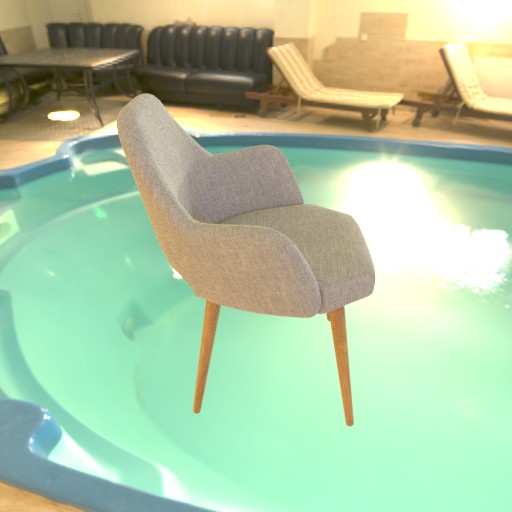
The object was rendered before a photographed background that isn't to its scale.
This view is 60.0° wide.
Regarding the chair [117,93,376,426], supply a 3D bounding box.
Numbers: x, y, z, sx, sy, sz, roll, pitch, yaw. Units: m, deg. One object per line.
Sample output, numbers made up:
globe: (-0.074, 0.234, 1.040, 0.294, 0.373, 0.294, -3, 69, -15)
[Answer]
chair: (0.000, 0.000, 1.241, 0.610, 0.840, 0.590, 1, 32, 1)
